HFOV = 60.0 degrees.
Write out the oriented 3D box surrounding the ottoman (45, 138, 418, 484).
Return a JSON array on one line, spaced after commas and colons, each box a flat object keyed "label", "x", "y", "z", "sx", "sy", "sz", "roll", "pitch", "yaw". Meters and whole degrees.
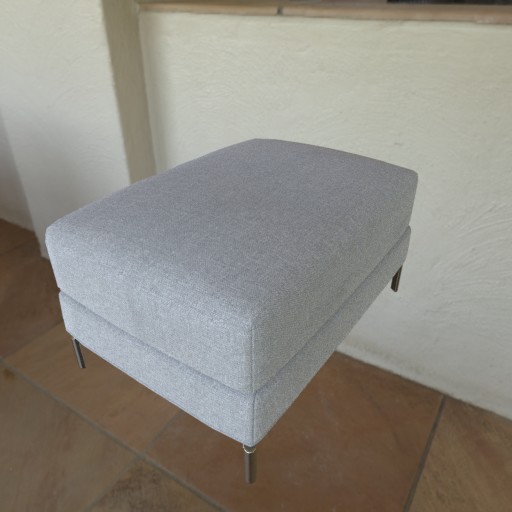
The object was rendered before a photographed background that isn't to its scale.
[{"label": "ottoman", "x": 0.000, "y": 0.000, "z": 1.168, "sx": 0.584, "sy": 0.457, "sz": 0.838, "roll": 20, "pitch": 37, "yaw": 30}]
